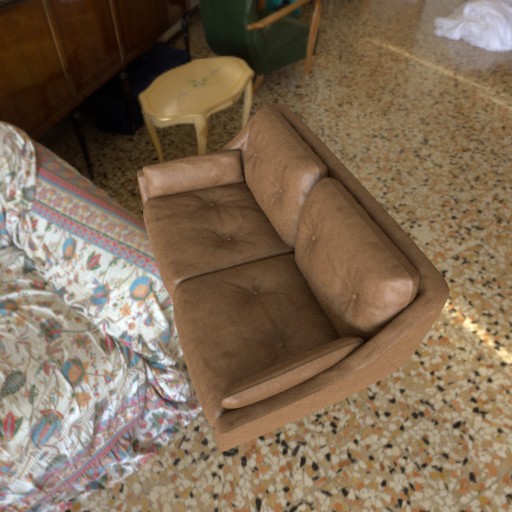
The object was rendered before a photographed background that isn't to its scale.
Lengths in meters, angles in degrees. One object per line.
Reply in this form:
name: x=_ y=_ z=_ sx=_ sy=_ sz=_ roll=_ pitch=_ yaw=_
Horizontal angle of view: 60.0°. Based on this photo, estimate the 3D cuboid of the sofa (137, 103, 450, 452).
sofa: x=0.000 y=0.000 z=2.296 sx=0.981 sy=0.886 sz=1.731 roll=-15 pitch=47 yaw=-14
